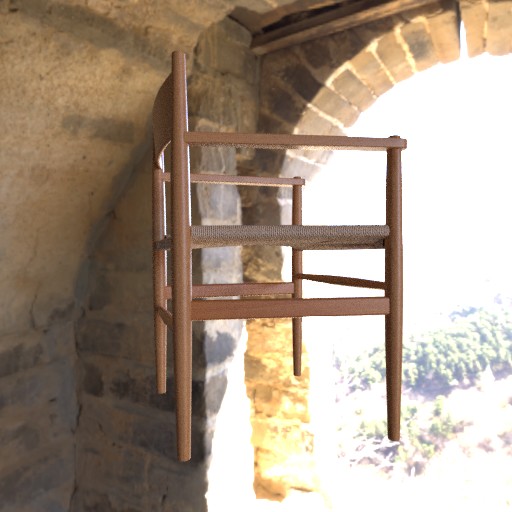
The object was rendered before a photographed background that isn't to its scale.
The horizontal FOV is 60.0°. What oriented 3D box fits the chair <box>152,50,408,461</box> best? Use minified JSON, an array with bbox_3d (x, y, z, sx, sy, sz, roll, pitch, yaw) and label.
[{"bbox_3d":[0.000,0.000,1.099,0.495,0.762,0.556,0,0,-18],"label":"chair"}]
